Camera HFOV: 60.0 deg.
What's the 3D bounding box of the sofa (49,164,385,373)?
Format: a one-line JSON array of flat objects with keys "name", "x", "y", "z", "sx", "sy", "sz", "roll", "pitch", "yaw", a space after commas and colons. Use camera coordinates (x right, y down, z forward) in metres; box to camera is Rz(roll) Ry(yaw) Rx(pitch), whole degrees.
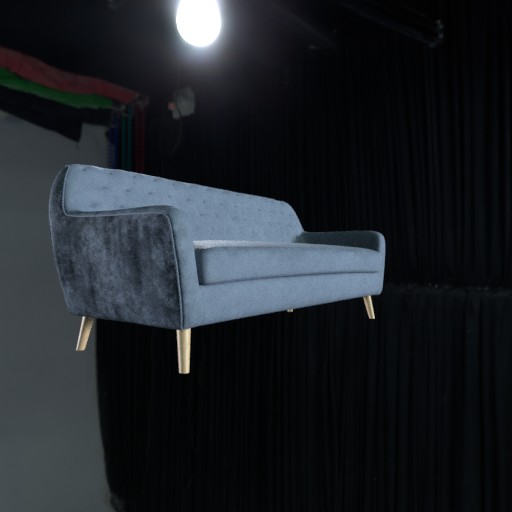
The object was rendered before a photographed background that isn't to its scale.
[{"name": "sofa", "x": 0.000, "y": 0.000, "z": 2.466, "sx": 0.841, "sy": 0.832, "sz": 1.975, "roll": 0, "pitch": 0, "yaw": 36}]
